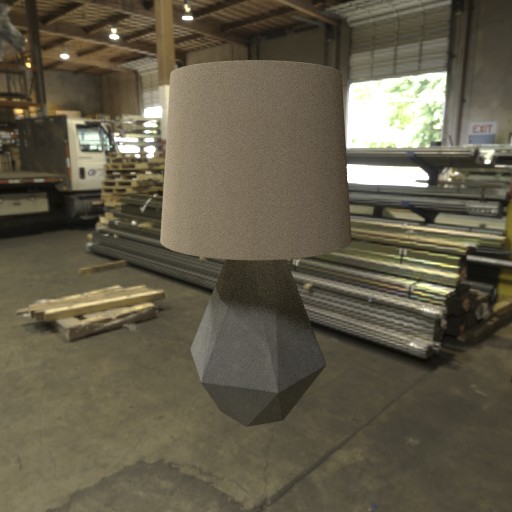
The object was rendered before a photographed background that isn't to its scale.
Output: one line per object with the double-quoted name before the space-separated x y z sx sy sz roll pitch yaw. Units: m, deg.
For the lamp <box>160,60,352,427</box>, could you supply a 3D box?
"lamp" 0.000 0.000 0.660 0.276 0.501 0.276 0 14 0
